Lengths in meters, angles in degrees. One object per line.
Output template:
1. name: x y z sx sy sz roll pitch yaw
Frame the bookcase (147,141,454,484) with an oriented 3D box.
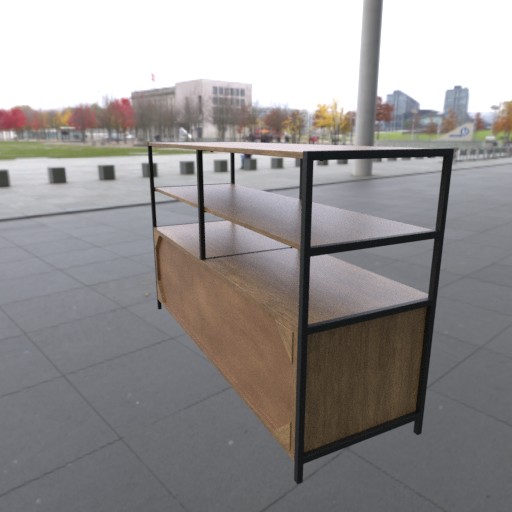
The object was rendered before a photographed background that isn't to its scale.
1. bookcase: 0.000 0.000 1.455 0.391 0.712 1.149 -8 17 -26
